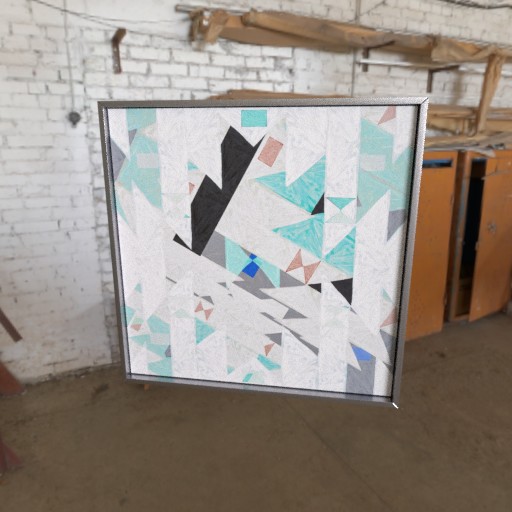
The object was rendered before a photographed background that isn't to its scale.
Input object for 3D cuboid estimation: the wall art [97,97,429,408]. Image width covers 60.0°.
[{"bbox_3d":[0.000,0.000,0.526,0.350,0.350,0.038,2,16,9],"label":"wall art"}]
